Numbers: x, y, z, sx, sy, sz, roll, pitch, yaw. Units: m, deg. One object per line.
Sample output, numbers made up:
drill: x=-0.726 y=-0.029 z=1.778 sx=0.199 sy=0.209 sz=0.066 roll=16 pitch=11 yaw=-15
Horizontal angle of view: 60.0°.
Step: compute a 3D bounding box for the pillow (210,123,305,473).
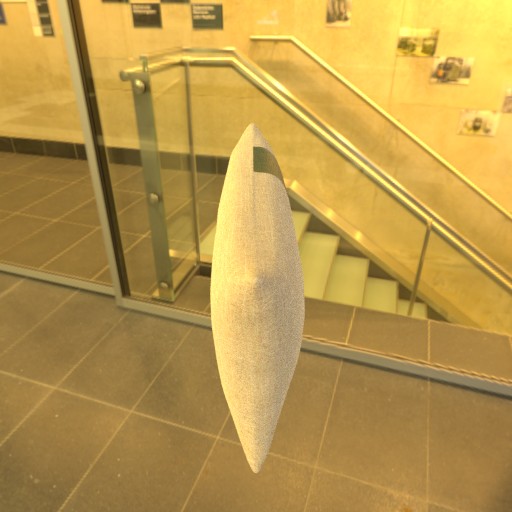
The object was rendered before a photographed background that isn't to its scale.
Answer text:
pillow: x=0.000 y=0.000 z=1.067 sx=0.197 sy=0.429 sz=0.859 roll=0 pitch=30 yaw=-1
